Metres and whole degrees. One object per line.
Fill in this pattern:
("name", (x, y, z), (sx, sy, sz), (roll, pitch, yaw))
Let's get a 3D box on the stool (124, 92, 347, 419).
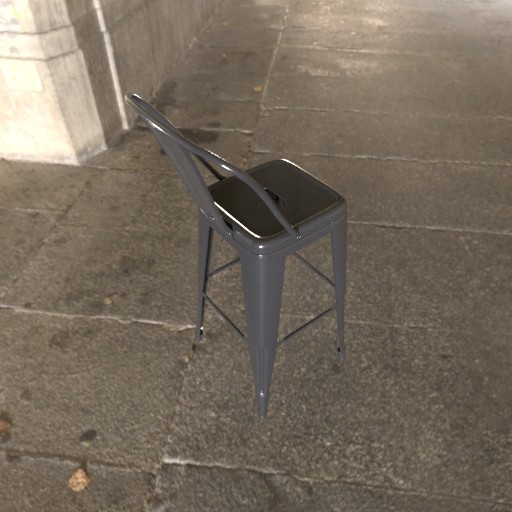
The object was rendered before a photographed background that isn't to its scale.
("stool", (0.000, 0.000, 1.319), (0.528, 1.022, 0.432), (-27, 49, -27))
